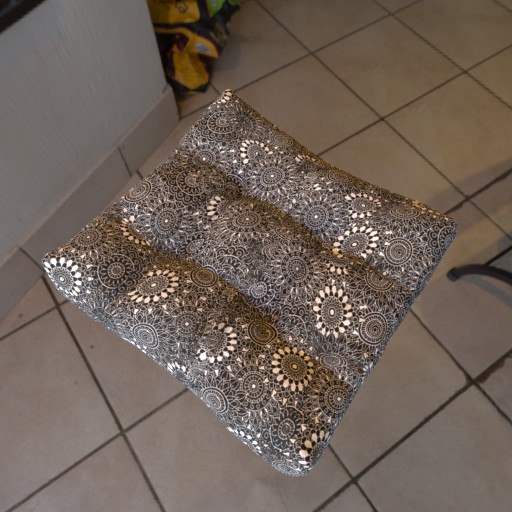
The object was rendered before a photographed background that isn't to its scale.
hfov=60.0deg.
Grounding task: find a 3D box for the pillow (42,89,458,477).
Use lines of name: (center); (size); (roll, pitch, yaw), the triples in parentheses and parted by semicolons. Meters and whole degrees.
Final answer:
pillow: (0.000, 0.000, 0.717); (0.490, 0.128, 0.468); (34, 68, 16)
